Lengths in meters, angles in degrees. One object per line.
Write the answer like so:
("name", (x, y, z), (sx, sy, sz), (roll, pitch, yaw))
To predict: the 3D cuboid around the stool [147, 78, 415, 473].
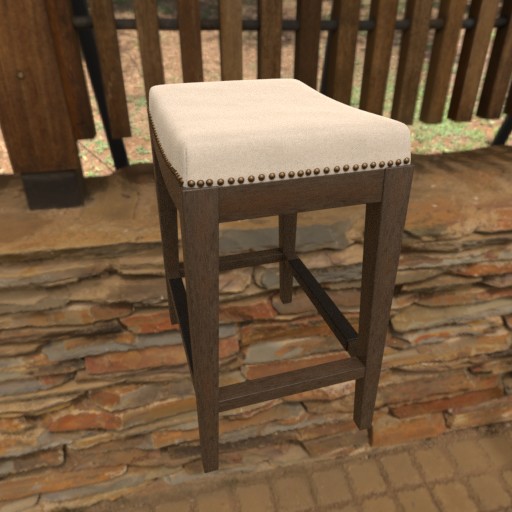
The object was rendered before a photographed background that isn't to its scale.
("stool", (0.000, 0.000, 0.946), (0.361, 0.642, 0.500), (-9, 31, -15))
